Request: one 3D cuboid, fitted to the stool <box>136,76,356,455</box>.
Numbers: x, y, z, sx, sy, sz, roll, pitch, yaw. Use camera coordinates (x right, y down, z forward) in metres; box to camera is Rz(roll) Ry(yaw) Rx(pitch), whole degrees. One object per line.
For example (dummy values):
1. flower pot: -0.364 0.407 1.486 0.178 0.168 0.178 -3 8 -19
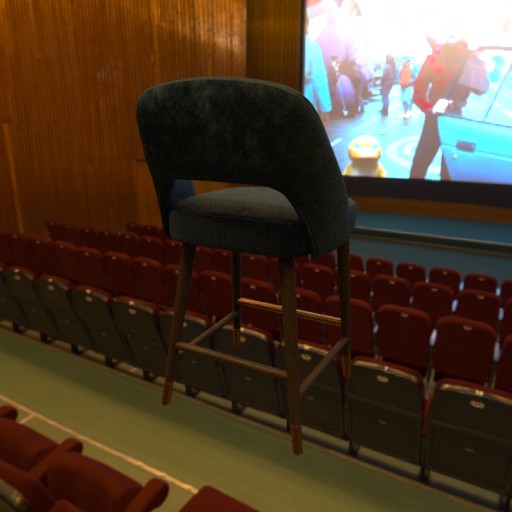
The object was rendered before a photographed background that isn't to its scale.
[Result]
1. stool: 0.000 0.000 1.280 0.536 0.925 0.524 9 19 27
